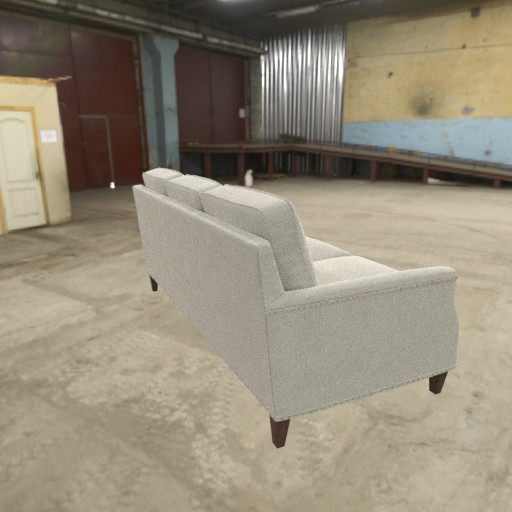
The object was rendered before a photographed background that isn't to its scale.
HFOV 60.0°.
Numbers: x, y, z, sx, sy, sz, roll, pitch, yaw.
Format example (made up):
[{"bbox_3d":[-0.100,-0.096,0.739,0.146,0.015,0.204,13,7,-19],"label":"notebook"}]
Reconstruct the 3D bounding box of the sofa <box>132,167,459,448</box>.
[{"bbox_3d":[0.000,0.000,2.775,1.084,1.003,2.246,-7,17,-25],"label":"sofa"}]
